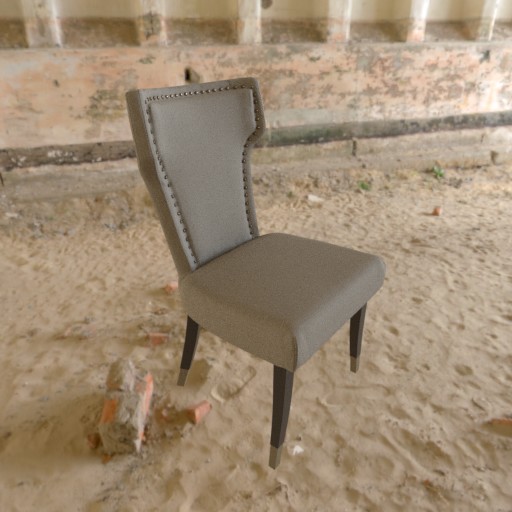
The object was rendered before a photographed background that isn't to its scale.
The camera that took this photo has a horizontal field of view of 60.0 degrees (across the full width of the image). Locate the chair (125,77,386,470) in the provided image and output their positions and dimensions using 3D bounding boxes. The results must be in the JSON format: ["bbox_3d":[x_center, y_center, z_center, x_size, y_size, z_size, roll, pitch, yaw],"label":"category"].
[{"bbox_3d":[0.000,0.000,1.333,0.630,0.955,0.526,19,32,33],"label":"chair"}]
